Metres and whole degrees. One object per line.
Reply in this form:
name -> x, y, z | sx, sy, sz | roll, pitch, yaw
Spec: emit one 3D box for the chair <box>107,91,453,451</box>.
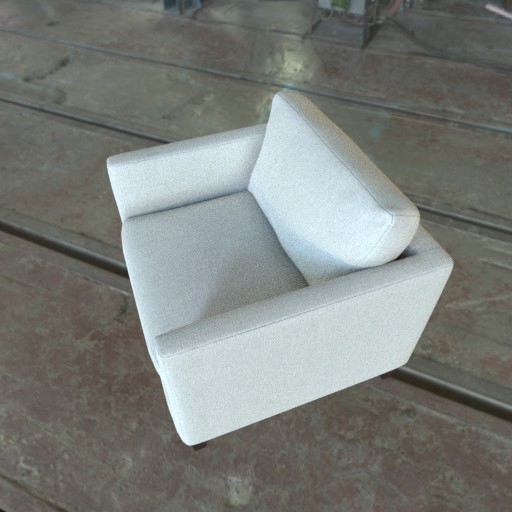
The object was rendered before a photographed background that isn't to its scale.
chair -> 0.000, 0.000, 1.725 | 0.959, 0.919, 0.996 | -16, 49, -14
